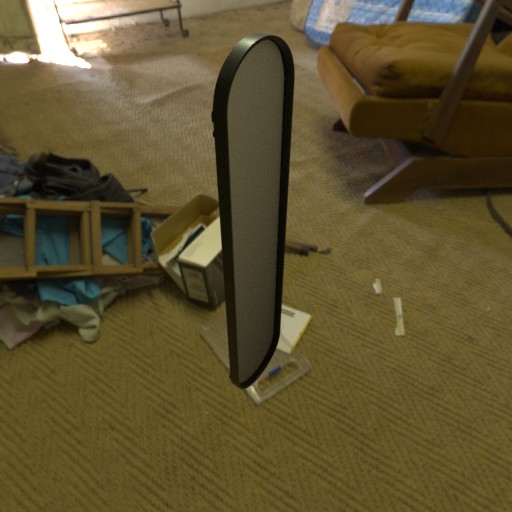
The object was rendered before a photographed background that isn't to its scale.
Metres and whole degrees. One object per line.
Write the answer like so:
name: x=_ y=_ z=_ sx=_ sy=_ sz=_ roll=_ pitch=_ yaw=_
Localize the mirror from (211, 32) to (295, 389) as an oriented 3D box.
mirror: x=0.000 y=0.000 z=1.075 sx=0.032 sy=0.991 sz=0.222 roll=25 pitch=47 yaw=26
